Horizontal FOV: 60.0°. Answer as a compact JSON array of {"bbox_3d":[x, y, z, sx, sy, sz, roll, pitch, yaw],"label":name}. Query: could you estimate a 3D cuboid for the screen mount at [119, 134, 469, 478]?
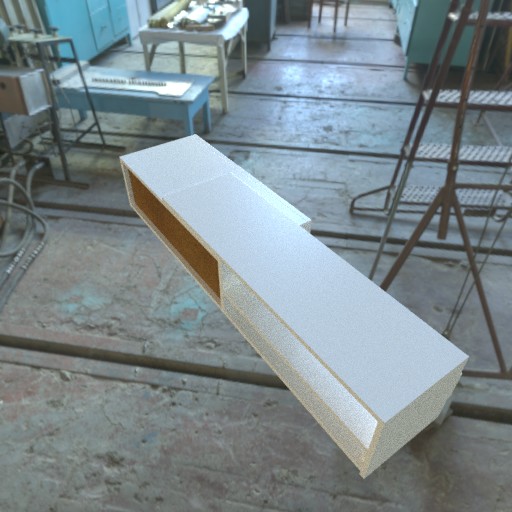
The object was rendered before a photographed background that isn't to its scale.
[{"bbox_3d":[0.000,0.000,1.795,0.420,0.320,1.680,-25,47,-26],"label":"screen mount"}]
